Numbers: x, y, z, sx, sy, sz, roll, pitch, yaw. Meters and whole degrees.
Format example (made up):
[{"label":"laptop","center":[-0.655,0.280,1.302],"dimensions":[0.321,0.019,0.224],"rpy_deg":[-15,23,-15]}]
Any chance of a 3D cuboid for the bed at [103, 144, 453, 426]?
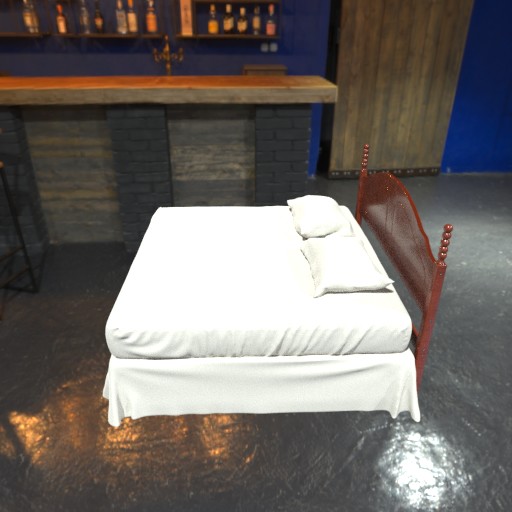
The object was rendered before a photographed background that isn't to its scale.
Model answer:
[{"label":"bed","center":[0.000,0.000,3.623],"dimensions":[2.219,1.355,2.322],"rpy_deg":[-1,28,-2]}]
